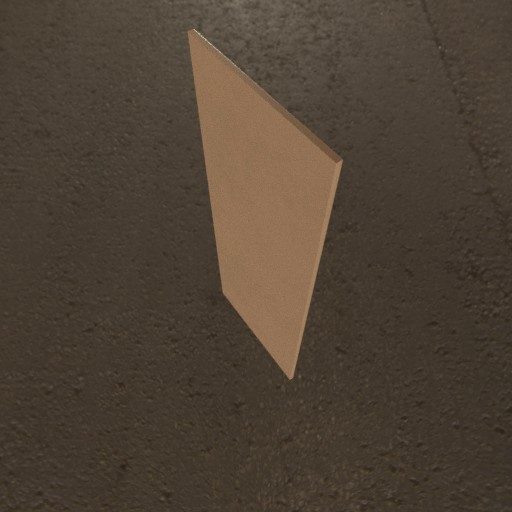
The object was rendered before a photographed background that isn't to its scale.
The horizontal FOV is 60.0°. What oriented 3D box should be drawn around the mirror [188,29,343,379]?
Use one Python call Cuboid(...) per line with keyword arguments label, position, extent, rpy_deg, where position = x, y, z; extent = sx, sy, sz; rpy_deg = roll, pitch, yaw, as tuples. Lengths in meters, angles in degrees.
Cuboid(label="mirror", position=(0.000, 0.000, 2.295), extent=(0.026, 2.031, 0.812), rpy_deg=(-31, 63, -18))
